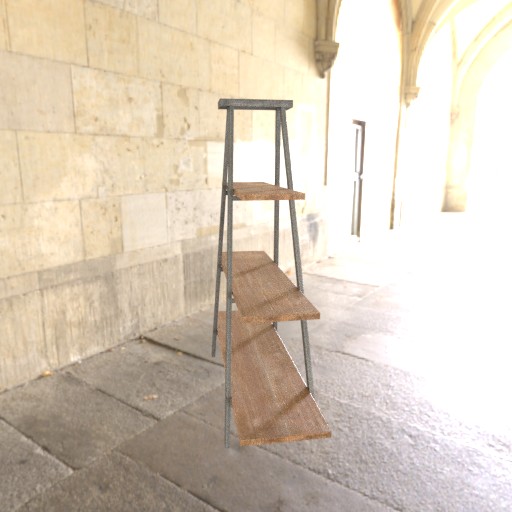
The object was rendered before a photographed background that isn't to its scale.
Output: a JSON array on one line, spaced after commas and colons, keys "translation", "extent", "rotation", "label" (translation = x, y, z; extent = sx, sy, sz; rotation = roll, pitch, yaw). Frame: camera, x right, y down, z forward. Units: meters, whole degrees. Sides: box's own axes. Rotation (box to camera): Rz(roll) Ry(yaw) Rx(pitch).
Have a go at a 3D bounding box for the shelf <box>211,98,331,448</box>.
[{"translation": [0.000, 0.000, 2.713], "extent": [0.508, 1.808, 1.746], "rotation": [-2, 12, -9], "label": "shelf"}]
